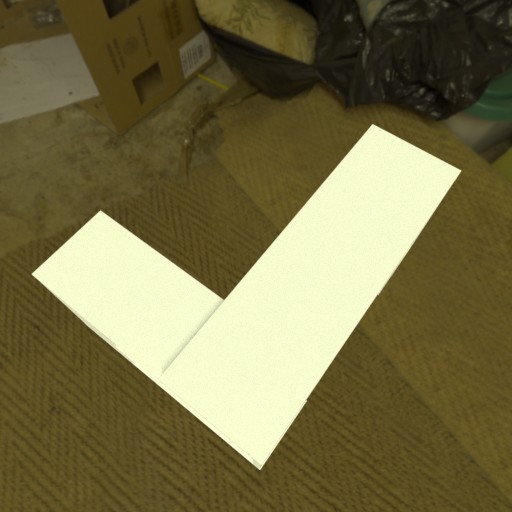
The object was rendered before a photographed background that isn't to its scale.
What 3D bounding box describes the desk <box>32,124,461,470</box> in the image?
[{"bbox_3d":[0.000,0.000,2.246,1.200,0.753,1.524,34,68,16],"label":"desk"}]
